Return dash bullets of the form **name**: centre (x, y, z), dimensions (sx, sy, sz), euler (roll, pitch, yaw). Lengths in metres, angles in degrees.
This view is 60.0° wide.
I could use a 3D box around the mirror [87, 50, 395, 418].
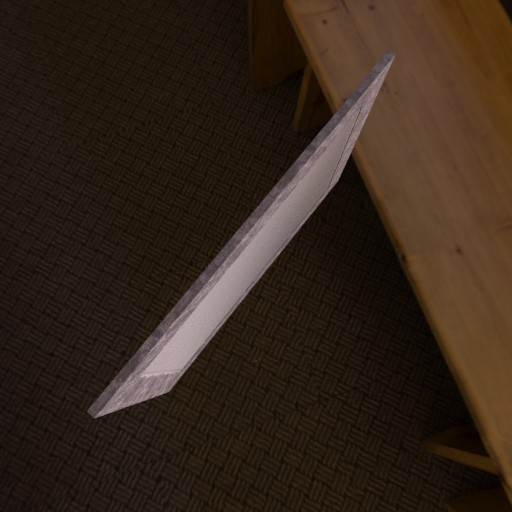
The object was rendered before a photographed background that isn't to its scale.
- **mirror**: centre (0.000, 0.000, 1.403), dimensions (0.022, 0.795, 1.101), euler (38, 79, 8)
